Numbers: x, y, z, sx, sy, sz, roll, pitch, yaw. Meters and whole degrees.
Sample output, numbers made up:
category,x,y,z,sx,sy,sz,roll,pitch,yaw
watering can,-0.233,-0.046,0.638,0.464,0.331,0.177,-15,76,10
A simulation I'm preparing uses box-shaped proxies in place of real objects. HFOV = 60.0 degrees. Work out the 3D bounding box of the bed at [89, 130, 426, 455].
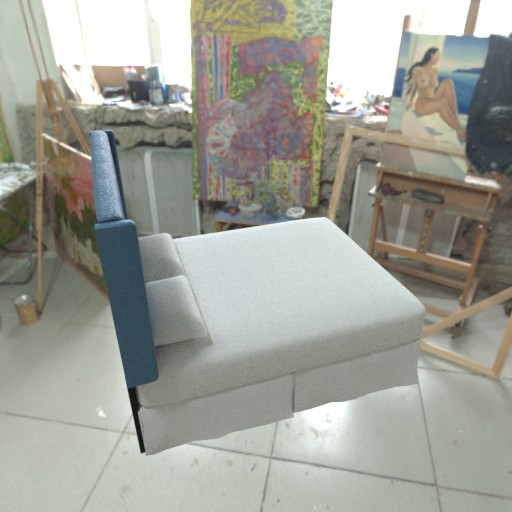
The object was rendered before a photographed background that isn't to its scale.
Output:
category,x,y,z,sx,sy,sz,roll,pitch,yaw
bed,0.000,0.000,3.321,2.078,1.665,1.719,-10,32,-16
